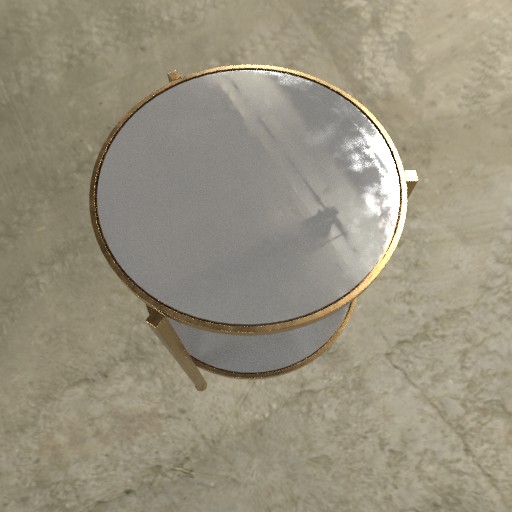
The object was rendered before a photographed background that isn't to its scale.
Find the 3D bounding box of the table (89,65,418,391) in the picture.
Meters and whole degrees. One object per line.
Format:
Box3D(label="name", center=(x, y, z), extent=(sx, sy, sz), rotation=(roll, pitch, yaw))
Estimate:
Box3D(label="table", center=(0.000, 0.000, 0.448), extent=(0.243, 0.269, 0.231), rotation=(-1, 65, 0))
